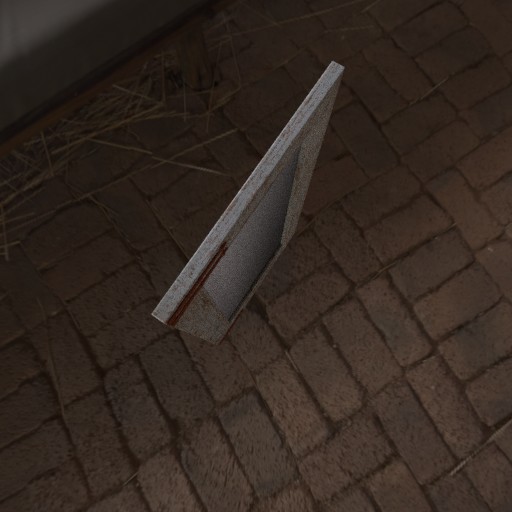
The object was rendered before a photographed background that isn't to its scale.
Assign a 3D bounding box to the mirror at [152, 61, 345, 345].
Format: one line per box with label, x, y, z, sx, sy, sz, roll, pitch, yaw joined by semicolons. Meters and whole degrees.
mirror;0.000;0.000;1.091;0.027;0.922;0.472;33;79;7
